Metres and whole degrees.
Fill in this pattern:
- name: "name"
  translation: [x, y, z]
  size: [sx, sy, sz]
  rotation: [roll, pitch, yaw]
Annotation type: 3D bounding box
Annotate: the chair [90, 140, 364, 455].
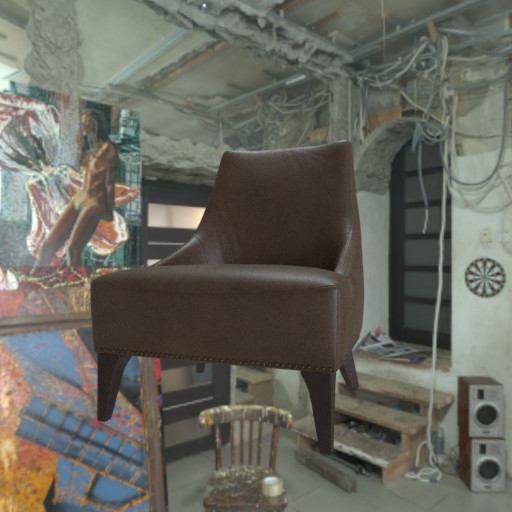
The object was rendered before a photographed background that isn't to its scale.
- name: "chair"
  translation: [0.000, 0.000, 1.481]
  size: [0.701, 0.909, 0.861]
  rotation: [0, -1, 20]
